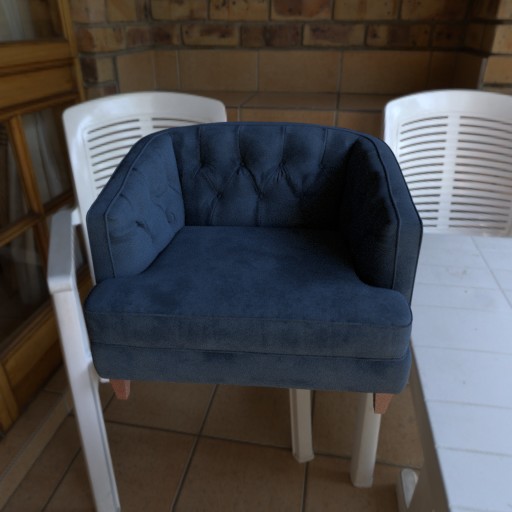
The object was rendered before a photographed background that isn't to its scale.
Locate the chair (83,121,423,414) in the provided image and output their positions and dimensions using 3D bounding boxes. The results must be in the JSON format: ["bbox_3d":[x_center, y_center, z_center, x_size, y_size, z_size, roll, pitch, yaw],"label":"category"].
[{"bbox_3d":[0.000,0.000,1.744,1.094,0.852,0.940,2,28,4],"label":"chair"}]
